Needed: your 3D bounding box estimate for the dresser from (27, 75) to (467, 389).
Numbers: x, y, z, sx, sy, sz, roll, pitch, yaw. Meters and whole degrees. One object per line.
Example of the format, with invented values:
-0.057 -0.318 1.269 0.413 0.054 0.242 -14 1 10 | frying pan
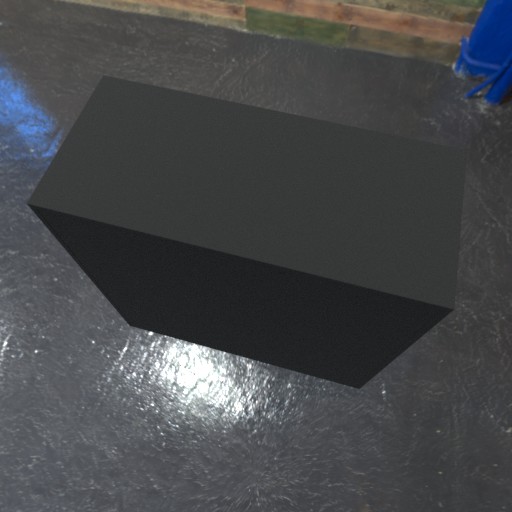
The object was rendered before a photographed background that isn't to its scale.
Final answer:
0.000 0.000 1.144 0.750 0.720 0.360 14 64 7 | dresser
